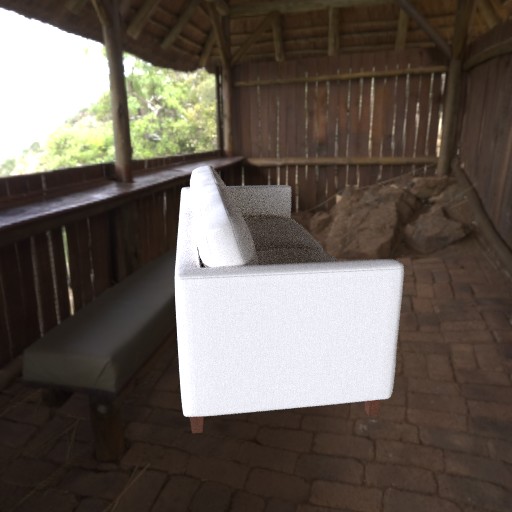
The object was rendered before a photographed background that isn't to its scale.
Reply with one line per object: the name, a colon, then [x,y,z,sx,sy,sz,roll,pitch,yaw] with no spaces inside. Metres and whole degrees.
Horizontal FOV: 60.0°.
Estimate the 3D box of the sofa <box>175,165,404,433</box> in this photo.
sofa: [0.000,0.000,2.734,0.924,0.933,2.139,-3,18,-8]
